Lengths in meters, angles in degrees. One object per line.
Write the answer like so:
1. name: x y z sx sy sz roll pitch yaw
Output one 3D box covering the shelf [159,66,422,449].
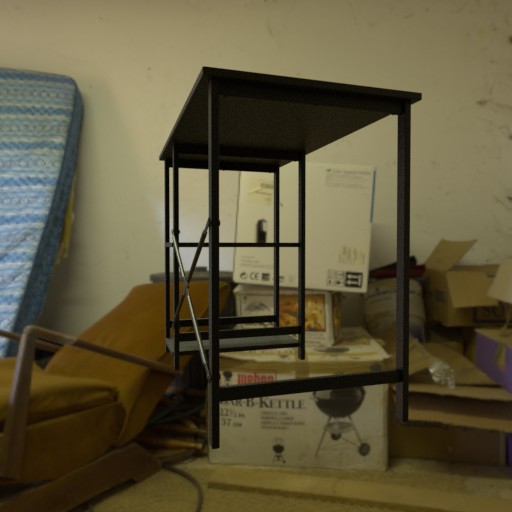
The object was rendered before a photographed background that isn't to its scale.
1. shelf: 0.000 0.000 1.359 0.498 0.749 0.902 0 1 -18
